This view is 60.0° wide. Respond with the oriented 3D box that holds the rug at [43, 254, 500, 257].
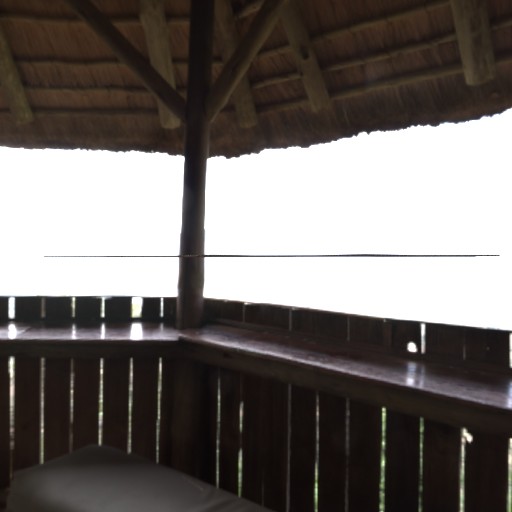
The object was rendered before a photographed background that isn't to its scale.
[{"bbox_3d":[0.000,0.000,2.626,2.439,0.013,0.762,0,0,19],"label":"rug"}]
